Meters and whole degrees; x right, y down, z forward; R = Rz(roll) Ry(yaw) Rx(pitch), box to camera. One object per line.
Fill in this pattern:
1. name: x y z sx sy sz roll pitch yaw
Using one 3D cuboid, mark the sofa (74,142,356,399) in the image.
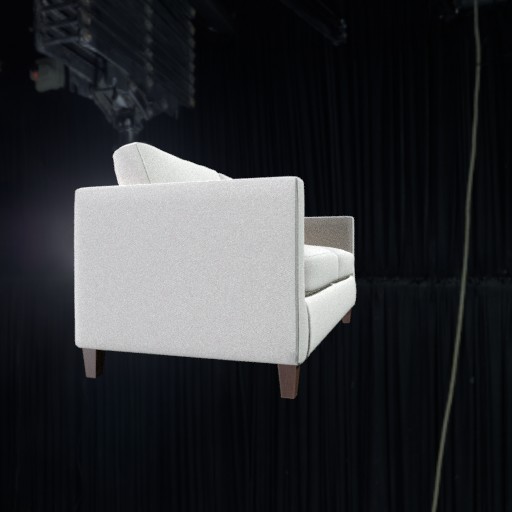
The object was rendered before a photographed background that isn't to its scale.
1. sofa: 0.000 0.000 2.286 0.873 0.888 1.722 0 0 18
